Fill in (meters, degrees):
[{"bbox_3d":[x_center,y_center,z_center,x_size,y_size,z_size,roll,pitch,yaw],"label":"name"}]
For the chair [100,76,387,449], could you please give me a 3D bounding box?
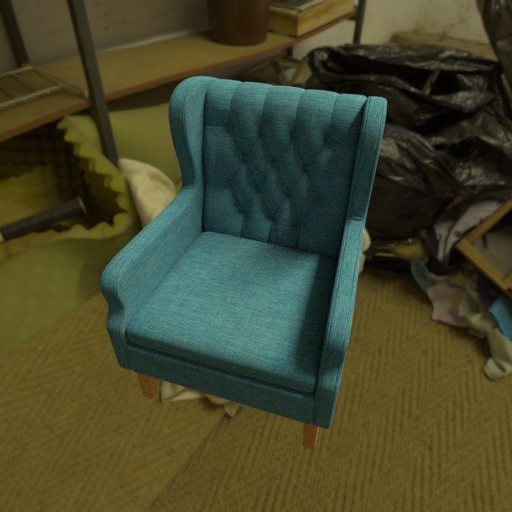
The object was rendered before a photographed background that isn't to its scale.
[{"bbox_3d":[0.000,0.000,1.491,0.711,0.952,0.775,12,42,14],"label":"chair"}]
